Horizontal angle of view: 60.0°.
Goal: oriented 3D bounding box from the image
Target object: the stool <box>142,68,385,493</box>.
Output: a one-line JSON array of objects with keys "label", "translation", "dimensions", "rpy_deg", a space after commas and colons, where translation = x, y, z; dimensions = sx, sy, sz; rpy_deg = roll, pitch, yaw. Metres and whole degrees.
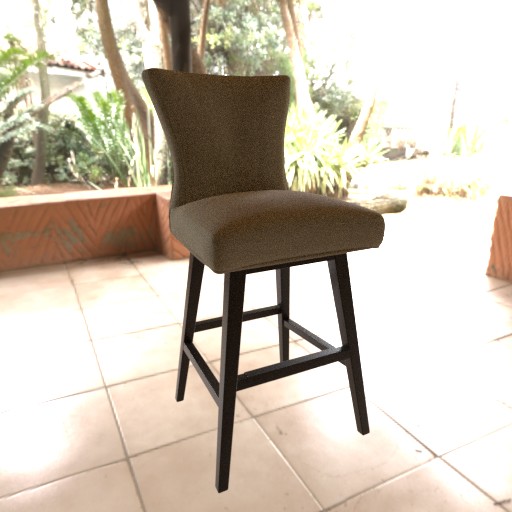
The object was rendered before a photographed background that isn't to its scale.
[{"label": "stool", "translation": [0.000, 0.000, 1.355], "dimensions": [0.514, 1.086, 0.574], "rpy_deg": [-9, 19, -26]}]
